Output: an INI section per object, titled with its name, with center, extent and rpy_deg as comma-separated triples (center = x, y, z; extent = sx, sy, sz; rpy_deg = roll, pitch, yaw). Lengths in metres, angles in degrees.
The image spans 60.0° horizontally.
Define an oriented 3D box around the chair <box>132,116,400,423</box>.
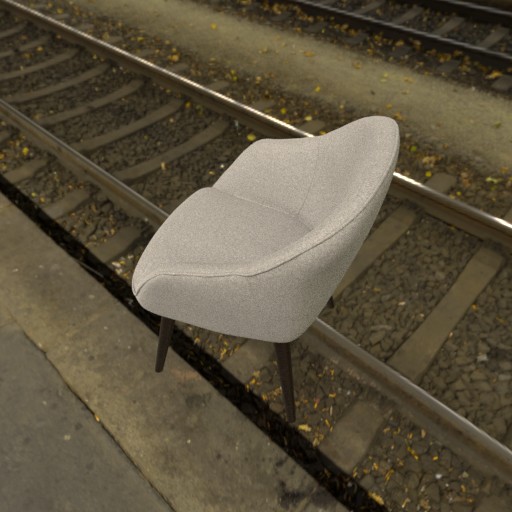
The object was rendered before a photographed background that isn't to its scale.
[chair]
center = 0.000, 0.000, 1.248
extent = 0.611, 0.810, 0.589
rpy_deg = 16, 48, 15
